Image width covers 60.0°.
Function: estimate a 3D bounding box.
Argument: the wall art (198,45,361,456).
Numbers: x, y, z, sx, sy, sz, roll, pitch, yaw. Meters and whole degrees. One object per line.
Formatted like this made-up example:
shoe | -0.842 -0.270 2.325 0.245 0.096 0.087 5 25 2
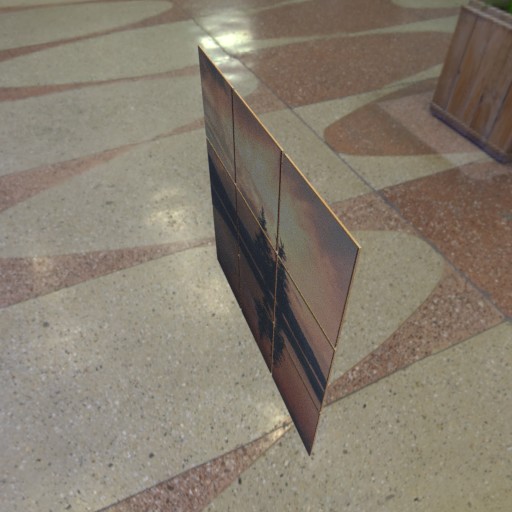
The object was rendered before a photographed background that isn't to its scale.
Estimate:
wall art | 0.000 0.000 2.242 0.013 1.525 1.520 -16 48 -15
